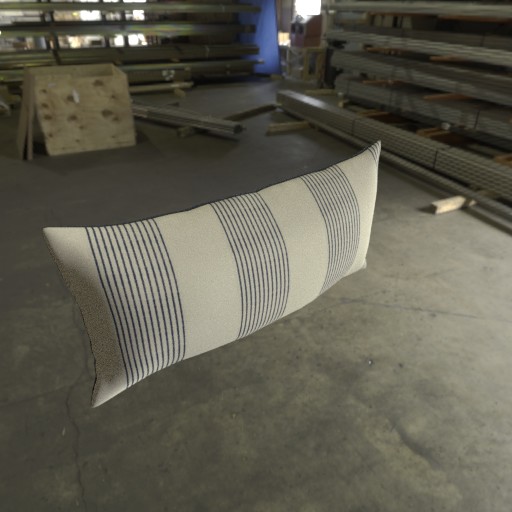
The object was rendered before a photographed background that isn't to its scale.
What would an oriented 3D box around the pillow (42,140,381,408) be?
[{"bbox_3d":[0.000,0.000,0.731,0.610,0.287,0.151,-22,36,-33],"label":"pillow"}]
